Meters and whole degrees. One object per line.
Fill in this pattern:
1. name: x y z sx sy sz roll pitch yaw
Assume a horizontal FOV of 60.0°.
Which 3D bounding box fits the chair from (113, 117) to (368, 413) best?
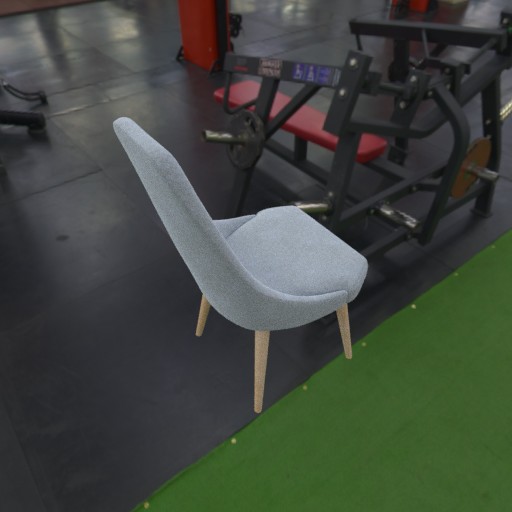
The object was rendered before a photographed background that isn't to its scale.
1. chair: 0.000 0.000 1.421 0.660 1.040 0.510 -26 48 -26
